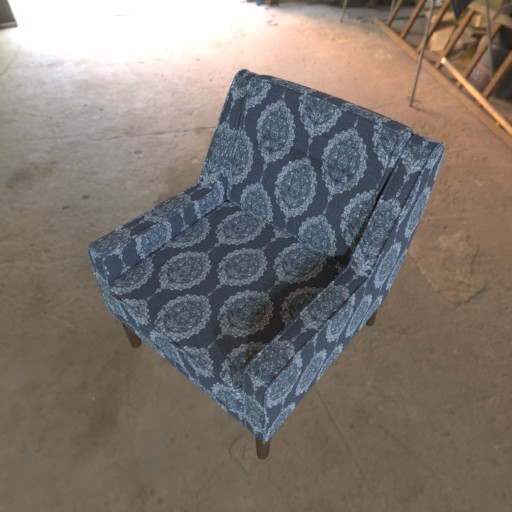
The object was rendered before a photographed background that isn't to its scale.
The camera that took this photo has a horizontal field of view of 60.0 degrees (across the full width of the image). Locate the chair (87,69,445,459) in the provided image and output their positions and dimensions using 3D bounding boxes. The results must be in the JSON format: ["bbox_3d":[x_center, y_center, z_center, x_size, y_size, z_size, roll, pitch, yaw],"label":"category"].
[{"bbox_3d":[0.000,0.000,1.314,0.663,0.792,0.743,32,54,26],"label":"chair"}]
